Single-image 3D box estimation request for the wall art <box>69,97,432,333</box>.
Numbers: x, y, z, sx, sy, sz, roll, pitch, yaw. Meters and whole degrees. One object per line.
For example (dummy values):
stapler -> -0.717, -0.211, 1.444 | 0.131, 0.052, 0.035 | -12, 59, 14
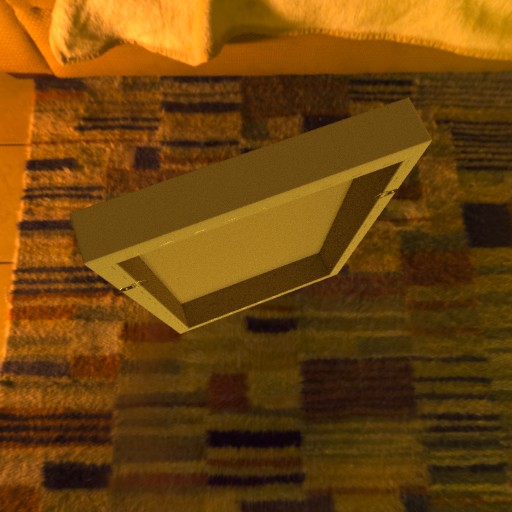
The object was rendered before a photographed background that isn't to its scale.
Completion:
wall art -> 0.000, 0.000, 0.486 | 0.252, 0.381, 0.039 | -20, 74, -6
